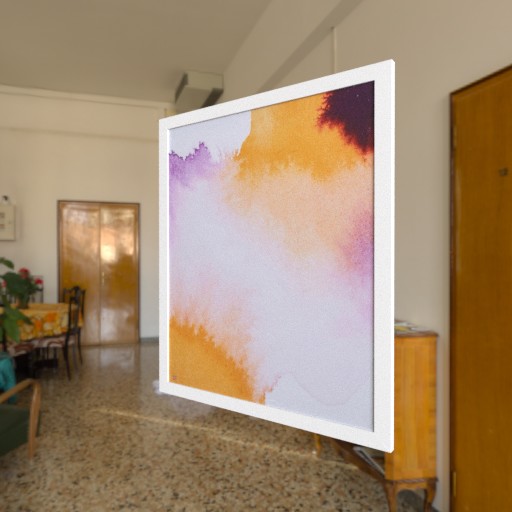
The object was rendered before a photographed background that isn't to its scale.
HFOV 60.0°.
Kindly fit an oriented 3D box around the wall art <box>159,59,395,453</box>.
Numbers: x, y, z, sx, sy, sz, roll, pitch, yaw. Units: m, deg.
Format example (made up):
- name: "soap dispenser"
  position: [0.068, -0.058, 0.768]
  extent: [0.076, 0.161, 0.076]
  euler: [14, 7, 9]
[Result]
- name: "wall art"
  position: [0.000, 0.000, 0.772]
  extent: [0.482, 0.557, 0.012]
  euler: [0, 0, 36]
